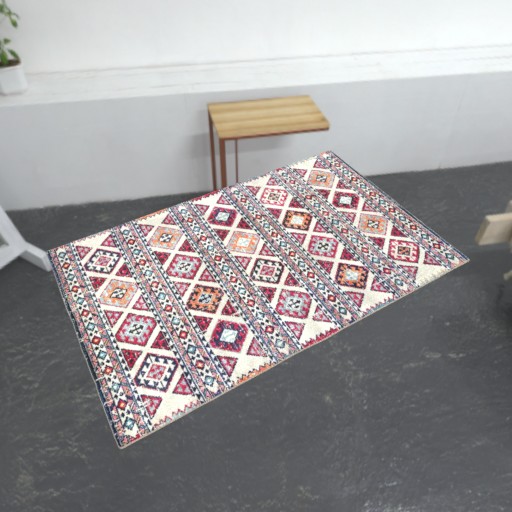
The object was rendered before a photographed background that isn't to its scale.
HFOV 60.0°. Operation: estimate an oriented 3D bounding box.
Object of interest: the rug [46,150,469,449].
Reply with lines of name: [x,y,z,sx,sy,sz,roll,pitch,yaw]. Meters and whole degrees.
rug: [0.000,0.000,3.002,2.440,0.010,1.545,-23,51,-21]
